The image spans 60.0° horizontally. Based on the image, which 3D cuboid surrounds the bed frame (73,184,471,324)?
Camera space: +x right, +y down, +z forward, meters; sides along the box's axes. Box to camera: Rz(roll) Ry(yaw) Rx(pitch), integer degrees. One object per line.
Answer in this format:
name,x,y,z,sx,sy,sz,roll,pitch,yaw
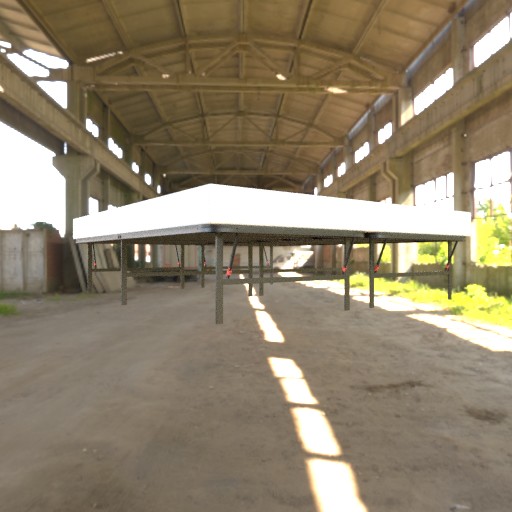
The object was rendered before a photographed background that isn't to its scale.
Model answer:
bed frame,0.000,0.000,3.089,1.930,0.559,2.032,0,0,-36
